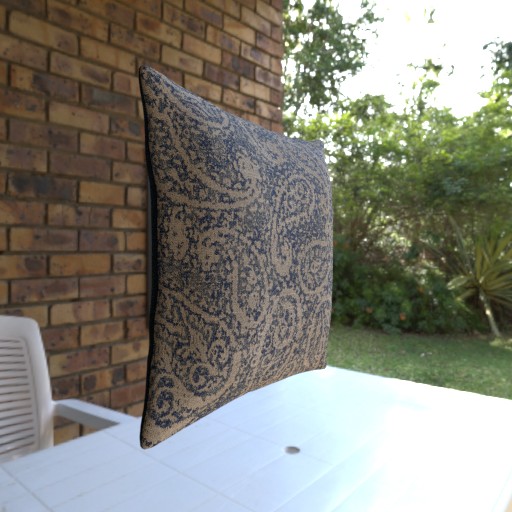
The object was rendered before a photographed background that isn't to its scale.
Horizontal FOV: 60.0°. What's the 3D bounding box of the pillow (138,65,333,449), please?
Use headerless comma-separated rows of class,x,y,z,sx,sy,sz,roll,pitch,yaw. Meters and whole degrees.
pillow,0.000,0.000,0.787,0.166,0.510,0.523,1,1,36
